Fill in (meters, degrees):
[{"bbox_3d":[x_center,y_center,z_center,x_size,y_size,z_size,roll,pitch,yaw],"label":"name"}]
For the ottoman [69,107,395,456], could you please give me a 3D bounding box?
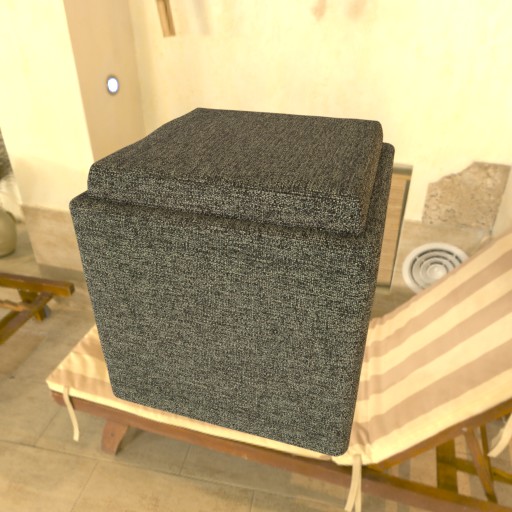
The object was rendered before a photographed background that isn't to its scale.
[{"bbox_3d":[0.000,0.000,0.846,0.450,0.463,0.450,9,32,15],"label":"ottoman"}]
